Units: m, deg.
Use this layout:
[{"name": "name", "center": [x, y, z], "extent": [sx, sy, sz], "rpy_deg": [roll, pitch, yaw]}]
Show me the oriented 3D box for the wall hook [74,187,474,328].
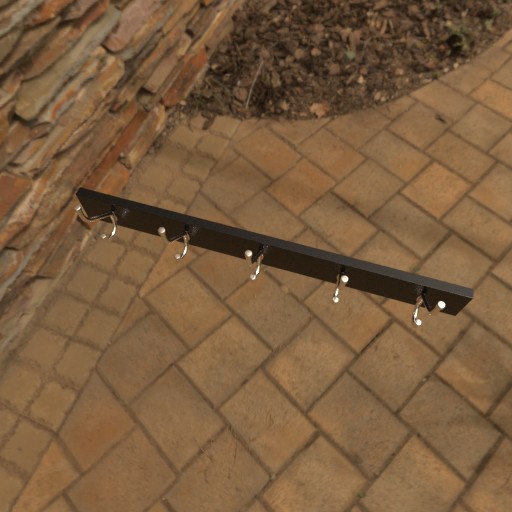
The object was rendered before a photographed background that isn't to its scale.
[{"name": "wall hook", "center": [0.000, 0.000, 0.603], "extent": [0.571, 0.117, 0.071], "rpy_deg": [15, 61, 9]}]
